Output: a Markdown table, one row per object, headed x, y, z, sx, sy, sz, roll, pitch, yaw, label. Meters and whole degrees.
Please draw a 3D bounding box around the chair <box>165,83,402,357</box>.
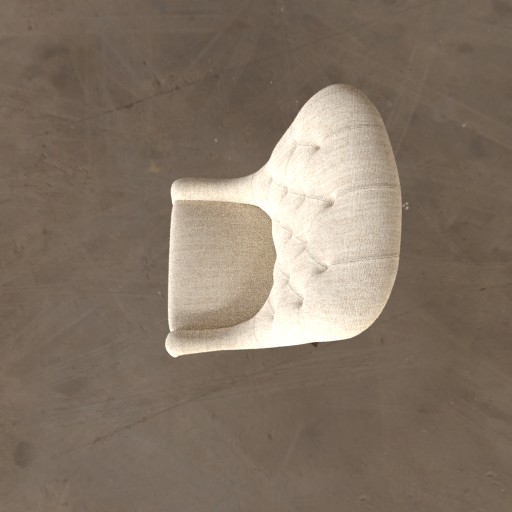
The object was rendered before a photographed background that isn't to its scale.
| x | y | z | sx | sy | sz | roll | pitch | yaw | label |
| --- | --- | --- | --- | --- | --- | --- | --- | --- | --- |
| 0.000 | 0.000 | 1.463 | 0.629 | 1.091 | 0.634 | -1 | 75 | 0 | chair |
